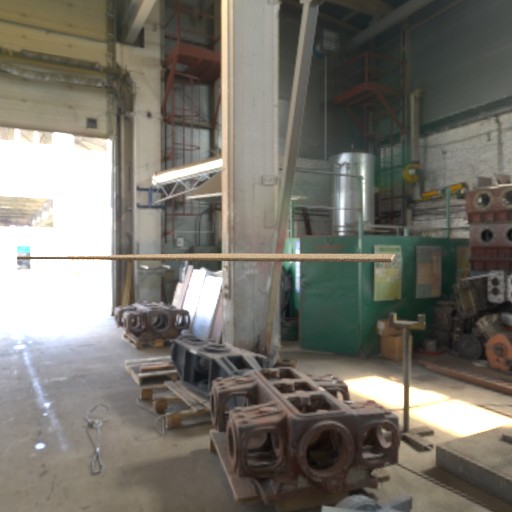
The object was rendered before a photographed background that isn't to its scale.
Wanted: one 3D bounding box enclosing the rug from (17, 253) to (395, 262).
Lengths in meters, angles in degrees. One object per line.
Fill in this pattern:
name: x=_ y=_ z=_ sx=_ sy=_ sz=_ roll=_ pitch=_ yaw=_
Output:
rug: x=0.000 y=0.000 z=4.063 sx=2.420 sy=0.019 sz=3.039 roll=0 pitch=1 yaw=18
